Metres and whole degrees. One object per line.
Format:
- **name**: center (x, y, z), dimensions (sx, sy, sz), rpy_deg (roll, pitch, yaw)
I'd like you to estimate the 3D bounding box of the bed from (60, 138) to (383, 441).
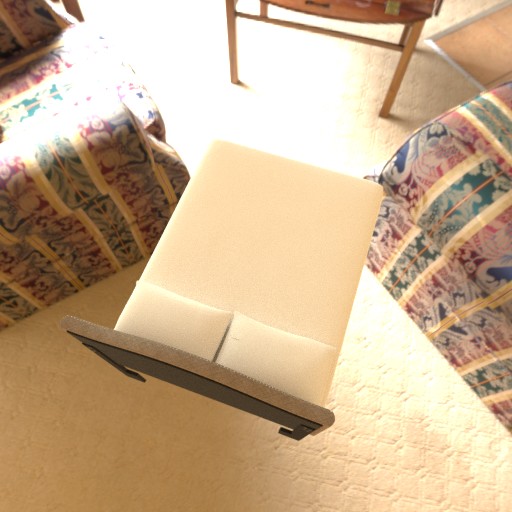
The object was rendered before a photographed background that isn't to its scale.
- **bed**: center (0.000, 0.000, 3.370), dimensions (1.713, 1.518, 2.153), rpy_deg (18, 66, 8)
